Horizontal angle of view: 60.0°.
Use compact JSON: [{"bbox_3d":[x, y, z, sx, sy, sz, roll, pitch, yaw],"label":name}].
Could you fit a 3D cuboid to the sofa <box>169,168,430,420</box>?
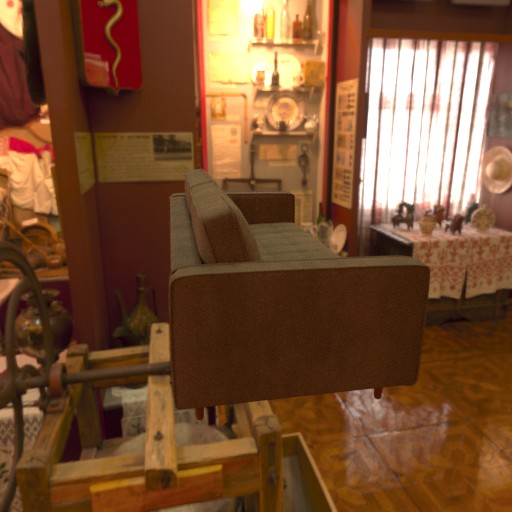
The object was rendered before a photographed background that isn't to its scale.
[{"bbox_3d":[0.000,0.000,2.408,0.924,0.825,1.920,-3,16,-10],"label":"sofa"}]
